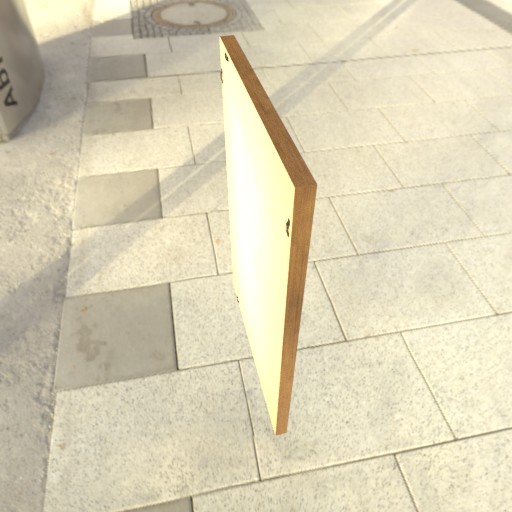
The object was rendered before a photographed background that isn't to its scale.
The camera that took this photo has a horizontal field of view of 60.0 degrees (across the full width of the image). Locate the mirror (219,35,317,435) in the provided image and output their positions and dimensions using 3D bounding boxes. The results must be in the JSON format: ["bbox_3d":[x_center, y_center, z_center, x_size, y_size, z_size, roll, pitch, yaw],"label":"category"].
[{"bbox_3d":[0.000,0.000,1.191,0.040,0.915,0.609,-10,47,-9],"label":"mirror"}]
